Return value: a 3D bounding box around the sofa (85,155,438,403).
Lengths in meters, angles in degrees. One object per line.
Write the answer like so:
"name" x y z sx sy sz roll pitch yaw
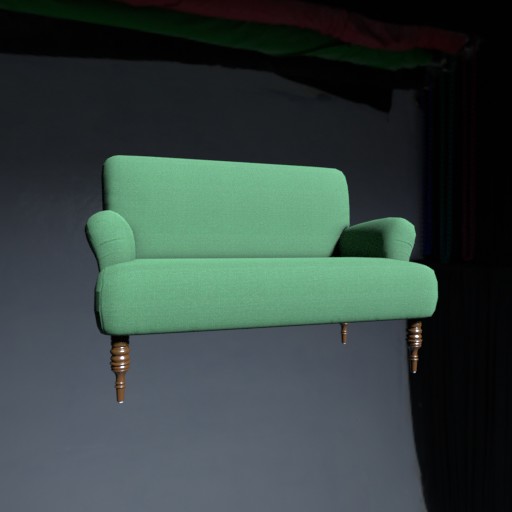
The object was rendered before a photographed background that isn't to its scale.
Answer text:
"sofa" 0.000 0.000 1.819 1.297 0.889 0.779 0 1 -18
